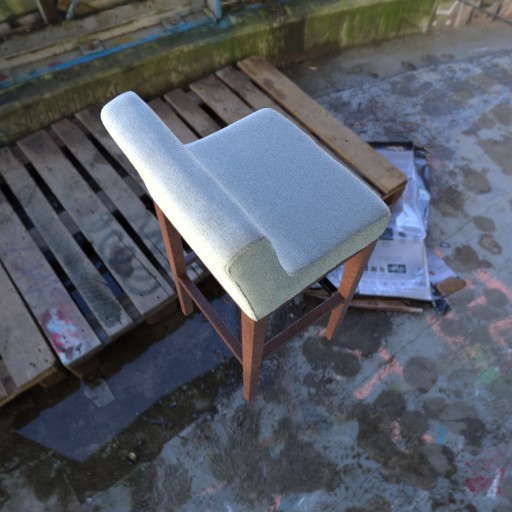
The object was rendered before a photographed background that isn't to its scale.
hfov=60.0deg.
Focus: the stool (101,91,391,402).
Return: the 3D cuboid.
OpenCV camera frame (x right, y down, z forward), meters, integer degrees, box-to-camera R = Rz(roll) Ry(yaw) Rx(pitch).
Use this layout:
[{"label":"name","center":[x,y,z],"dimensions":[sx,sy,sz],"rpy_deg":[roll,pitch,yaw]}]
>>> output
[{"label":"stool","center":[0.000,0.000,1.350],"dimensions":[0.500,1.037,0.511],"rpy_deg":[-32,63,-19]}]
